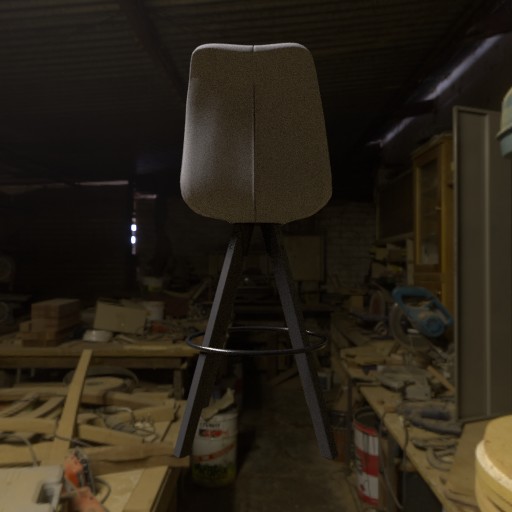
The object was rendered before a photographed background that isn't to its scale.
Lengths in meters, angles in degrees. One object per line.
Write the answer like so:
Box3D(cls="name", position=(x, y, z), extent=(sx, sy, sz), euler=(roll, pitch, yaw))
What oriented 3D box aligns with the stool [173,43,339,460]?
Box3D(cls="stool", position=(0.000, 0.000, 1.408), extent=(0.485, 1.115, 0.550), euler=(0, 0, 1))
